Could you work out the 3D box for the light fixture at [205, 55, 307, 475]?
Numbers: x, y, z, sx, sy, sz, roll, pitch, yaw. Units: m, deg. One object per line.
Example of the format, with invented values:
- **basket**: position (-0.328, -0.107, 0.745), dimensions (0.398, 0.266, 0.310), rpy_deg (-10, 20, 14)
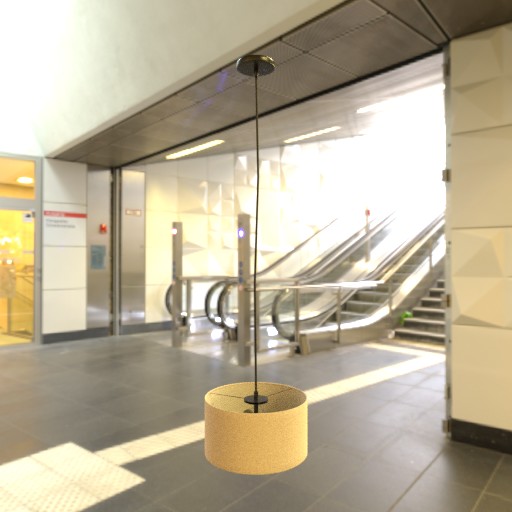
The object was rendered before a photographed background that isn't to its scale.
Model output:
- **light fixture**: position (0.000, 0.000, 1.738), dimensions (0.399, 1.516, 0.399), rpy_deg (0, -1, 0)
